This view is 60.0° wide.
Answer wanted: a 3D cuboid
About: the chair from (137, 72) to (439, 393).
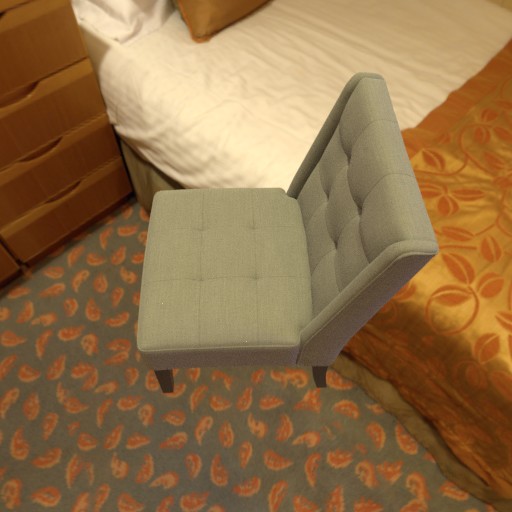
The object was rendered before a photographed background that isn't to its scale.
[{"bbox_3d":[0.000,0.000,1.314,0.676,0.853,0.569,-2,57,-1],"label":"chair"}]
